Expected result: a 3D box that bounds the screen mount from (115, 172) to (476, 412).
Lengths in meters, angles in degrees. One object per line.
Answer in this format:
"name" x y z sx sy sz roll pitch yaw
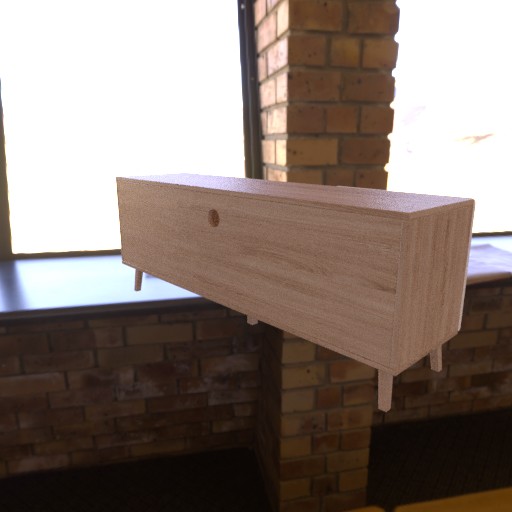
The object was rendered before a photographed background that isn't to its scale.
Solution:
"screen mount" 0.000 0.000 1.784 0.420 0.570 1.500 -13 20 -42
